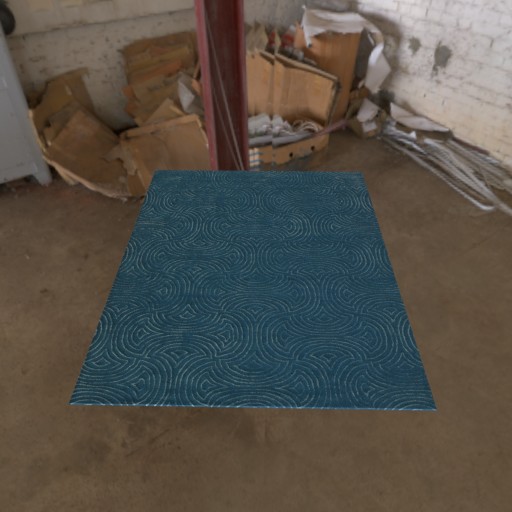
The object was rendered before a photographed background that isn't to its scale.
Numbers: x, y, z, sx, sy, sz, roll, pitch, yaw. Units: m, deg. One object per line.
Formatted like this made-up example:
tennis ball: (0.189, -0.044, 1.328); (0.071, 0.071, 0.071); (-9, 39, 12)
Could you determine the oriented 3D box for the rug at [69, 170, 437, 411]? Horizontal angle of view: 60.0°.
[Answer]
rug: (0.000, 0.000, 4.062); (2.432, 0.012, 3.033); (1, 41, 1)
